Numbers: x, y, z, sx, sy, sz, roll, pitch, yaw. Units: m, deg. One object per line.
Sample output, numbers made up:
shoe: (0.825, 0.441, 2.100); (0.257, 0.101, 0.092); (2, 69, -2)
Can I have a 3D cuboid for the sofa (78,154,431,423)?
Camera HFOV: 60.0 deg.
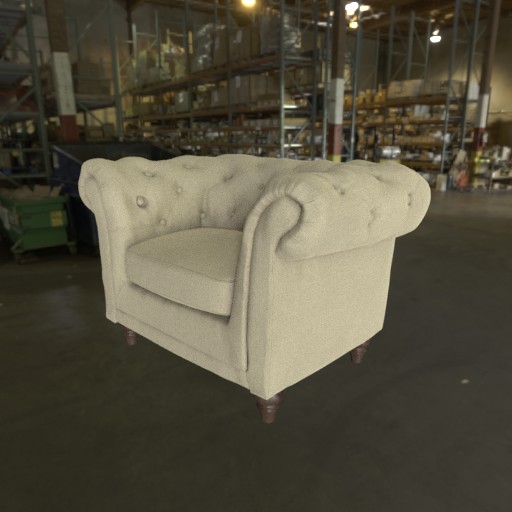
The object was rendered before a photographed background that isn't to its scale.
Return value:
sofa: (0.000, 0.000, 2.021); (1.405, 0.878, 1.034); (14, 20, 41)
